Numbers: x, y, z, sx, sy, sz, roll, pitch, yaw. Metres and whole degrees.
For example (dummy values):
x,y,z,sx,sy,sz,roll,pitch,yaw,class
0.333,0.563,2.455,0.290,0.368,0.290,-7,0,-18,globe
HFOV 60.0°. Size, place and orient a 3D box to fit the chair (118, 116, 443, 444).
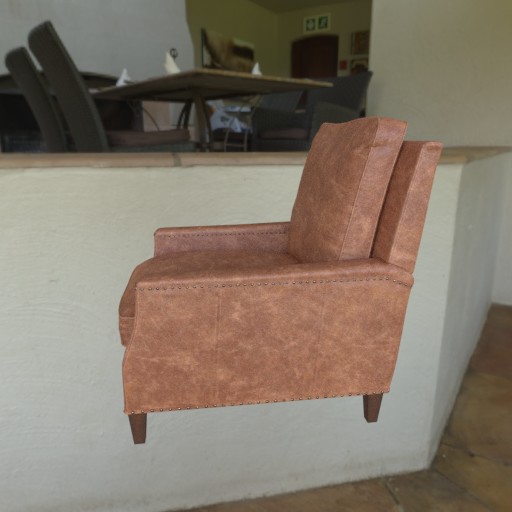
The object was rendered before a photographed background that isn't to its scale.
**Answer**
x,y,z,sx,sy,sz,roll,pitch,yaw,class
0.000,0.000,1.786,1.035,1.054,0.854,-2,15,-8,chair
